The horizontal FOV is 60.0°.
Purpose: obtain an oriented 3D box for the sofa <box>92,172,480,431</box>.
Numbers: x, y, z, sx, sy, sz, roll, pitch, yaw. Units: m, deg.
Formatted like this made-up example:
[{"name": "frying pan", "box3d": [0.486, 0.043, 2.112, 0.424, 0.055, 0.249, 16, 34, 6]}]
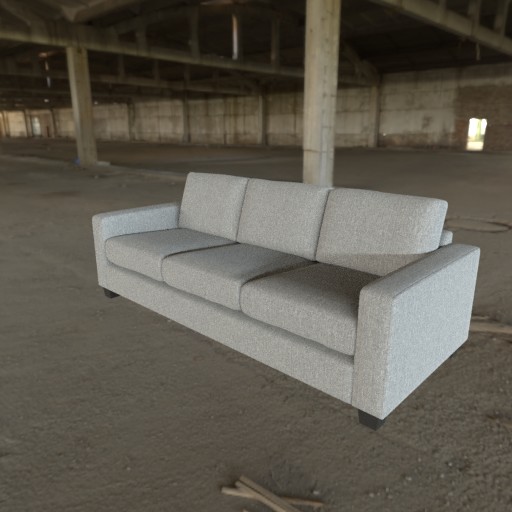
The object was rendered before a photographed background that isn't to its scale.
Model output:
[{"name": "sofa", "box3d": [0.000, 0.000, 2.531, 2.120, 0.800, 0.900, 15, 22, 41]}]
